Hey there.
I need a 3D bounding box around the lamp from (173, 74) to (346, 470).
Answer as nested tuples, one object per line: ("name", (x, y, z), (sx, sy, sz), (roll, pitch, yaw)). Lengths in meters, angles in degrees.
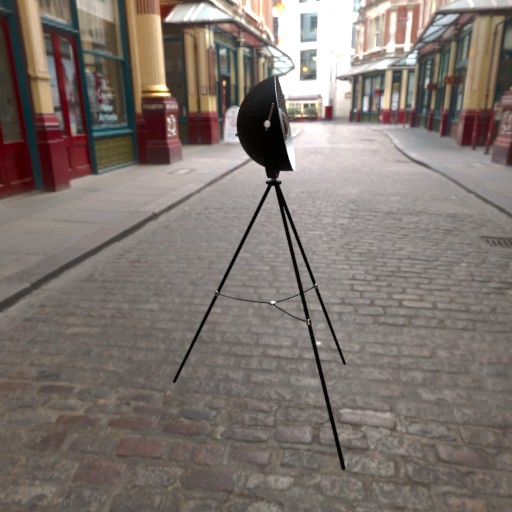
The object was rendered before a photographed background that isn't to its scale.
("lamp", (0.000, 0.000, 1.988), (0.920, 1.512, 0.817), (3, 18, 8))
